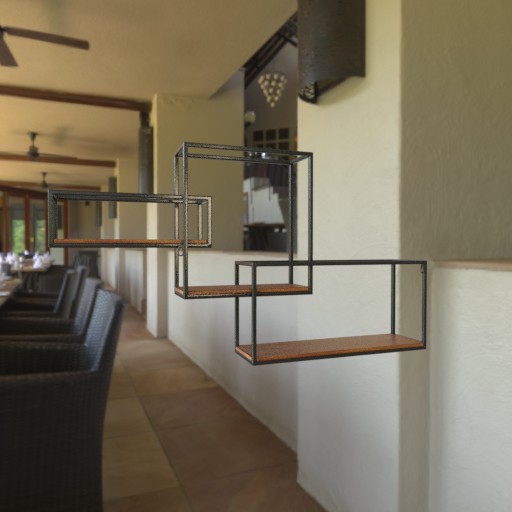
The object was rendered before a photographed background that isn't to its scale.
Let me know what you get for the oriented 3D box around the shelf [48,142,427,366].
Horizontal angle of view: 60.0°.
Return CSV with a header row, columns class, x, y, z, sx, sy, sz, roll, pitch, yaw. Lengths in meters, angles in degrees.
class,x,y,z,sx,sy,sz,roll,pitch,yaw
shelf,0.000,0.000,2.113,1.781,0.972,0.275,0,1,-20
